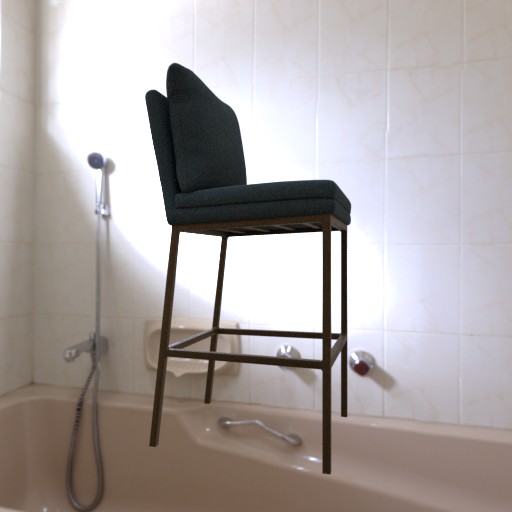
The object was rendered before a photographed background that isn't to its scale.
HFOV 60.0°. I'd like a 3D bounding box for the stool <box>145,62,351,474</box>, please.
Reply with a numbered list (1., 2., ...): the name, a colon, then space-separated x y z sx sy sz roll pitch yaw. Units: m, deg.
1. stool: 0.000 0.000 1.431 0.568 1.124 0.463 0 0 17
